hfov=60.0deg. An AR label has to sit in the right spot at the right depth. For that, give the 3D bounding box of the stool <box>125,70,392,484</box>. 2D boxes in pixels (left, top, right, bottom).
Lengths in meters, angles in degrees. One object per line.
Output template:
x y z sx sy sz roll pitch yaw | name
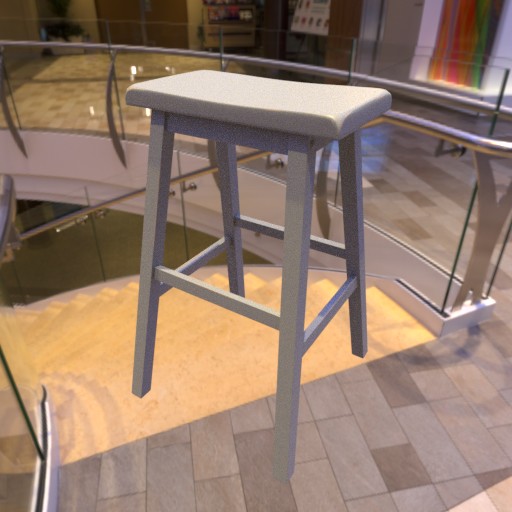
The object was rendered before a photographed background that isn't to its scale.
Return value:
0.000 0.000 1.019 0.457 0.737 0.476 18 36 28 | stool
